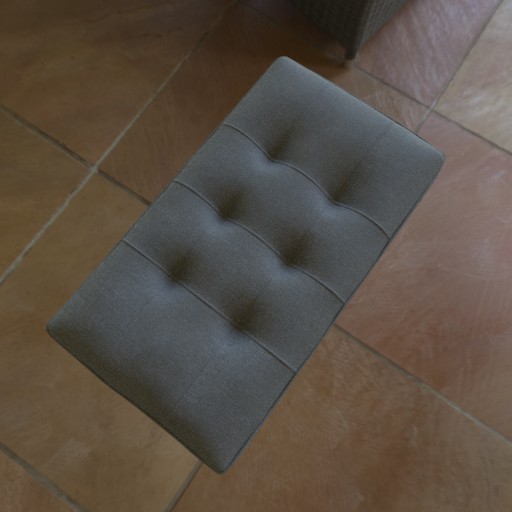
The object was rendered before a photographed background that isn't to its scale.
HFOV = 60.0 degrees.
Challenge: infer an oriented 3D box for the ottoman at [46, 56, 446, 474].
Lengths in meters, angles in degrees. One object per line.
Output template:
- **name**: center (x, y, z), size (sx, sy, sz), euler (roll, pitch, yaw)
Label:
- **ottoman**: center (0.000, 0.000, 1.473), size (0.648, 0.514, 1.143), euler (36, 79, 9)
